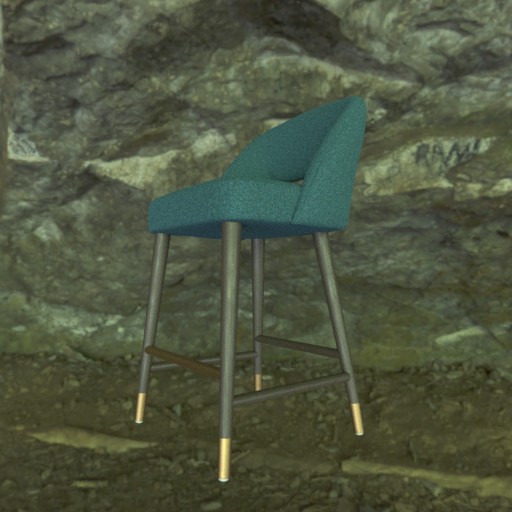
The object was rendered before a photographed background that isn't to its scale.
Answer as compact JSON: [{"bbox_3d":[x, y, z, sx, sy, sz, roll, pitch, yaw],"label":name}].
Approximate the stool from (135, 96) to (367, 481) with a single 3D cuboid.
[{"bbox_3d":[0.000,0.000,1.244,0.522,0.939,0.536,2,-3,-37],"label":"stool"}]
